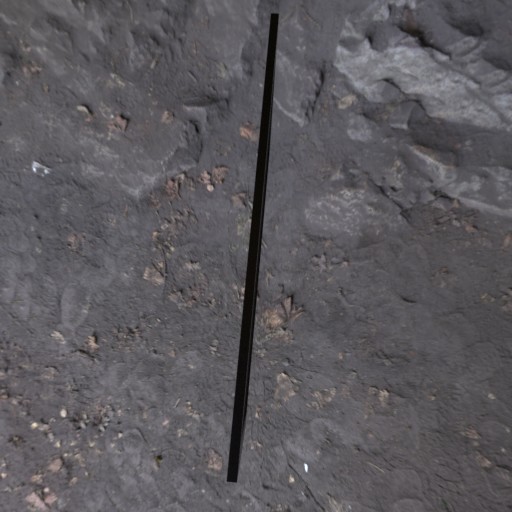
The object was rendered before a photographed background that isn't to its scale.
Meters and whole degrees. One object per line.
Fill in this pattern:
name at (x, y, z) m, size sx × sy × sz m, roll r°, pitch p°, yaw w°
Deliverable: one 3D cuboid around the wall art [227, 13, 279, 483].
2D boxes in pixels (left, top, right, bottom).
wall art at (0.000, 0.000, 0.821) m, size 0.013 × 0.447 × 0.660 m, roll 5°, pitch 77°, yaw 1°
